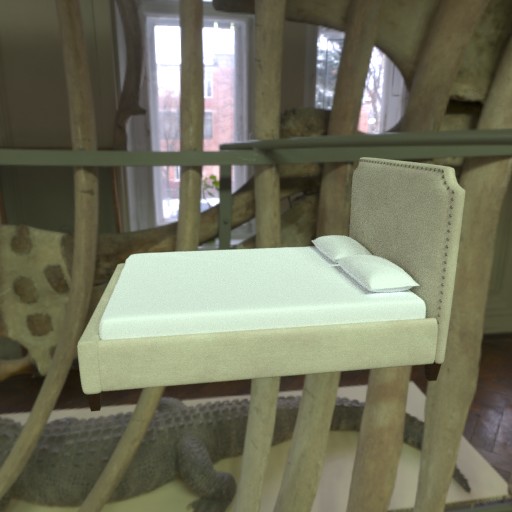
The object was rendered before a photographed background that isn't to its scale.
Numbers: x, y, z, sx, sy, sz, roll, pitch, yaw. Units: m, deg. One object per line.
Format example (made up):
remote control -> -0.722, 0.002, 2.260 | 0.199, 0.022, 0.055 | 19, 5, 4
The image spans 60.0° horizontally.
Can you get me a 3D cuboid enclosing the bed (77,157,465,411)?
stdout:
bed -> 0.000, 0.000, 3.470 | 2.372, 1.443, 1.712 | -2, 15, -9
